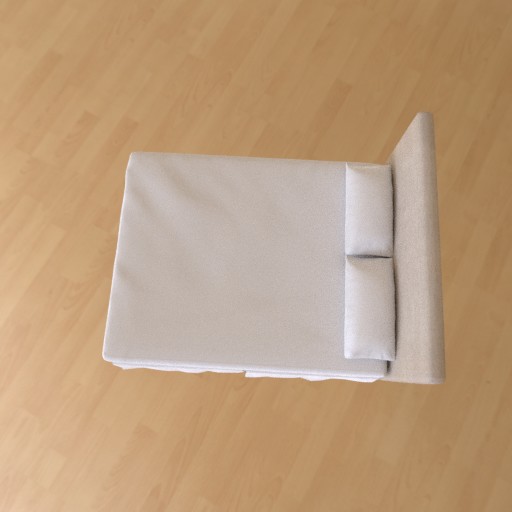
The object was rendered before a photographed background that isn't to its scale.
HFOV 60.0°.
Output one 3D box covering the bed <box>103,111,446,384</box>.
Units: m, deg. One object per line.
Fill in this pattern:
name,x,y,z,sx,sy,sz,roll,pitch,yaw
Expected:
bed,0.000,0.000,3.201,2.162,1.330,1.713,3,76,1
